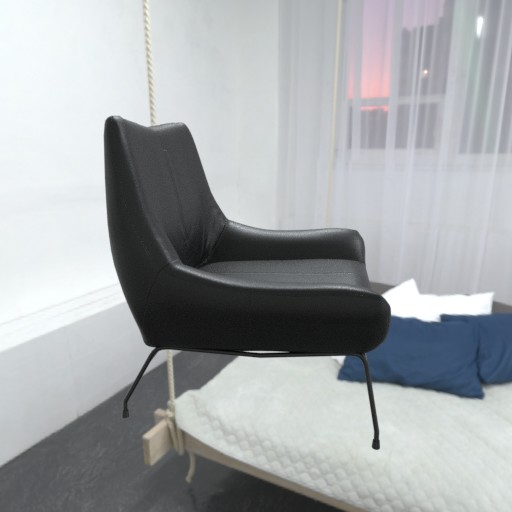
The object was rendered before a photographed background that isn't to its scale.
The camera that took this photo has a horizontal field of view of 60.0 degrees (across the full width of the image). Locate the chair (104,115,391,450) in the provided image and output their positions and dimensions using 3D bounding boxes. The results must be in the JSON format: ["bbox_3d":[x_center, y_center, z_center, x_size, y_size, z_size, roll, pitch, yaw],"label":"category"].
[{"bbox_3d":[0.000,0.000,1.557,0.826,0.922,0.836,2,15,8],"label":"chair"}]
